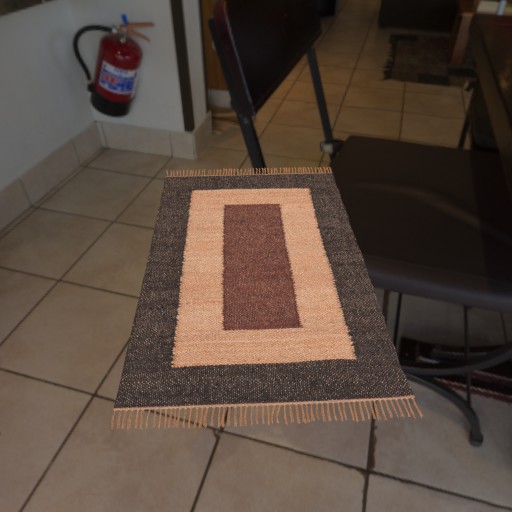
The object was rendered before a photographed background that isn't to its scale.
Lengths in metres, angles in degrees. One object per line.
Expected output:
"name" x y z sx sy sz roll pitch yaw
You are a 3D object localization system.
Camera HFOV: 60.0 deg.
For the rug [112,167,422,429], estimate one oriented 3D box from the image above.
"rug" 0.000 0.000 1.877 0.920 0.013 1.541 -2 40 -2
